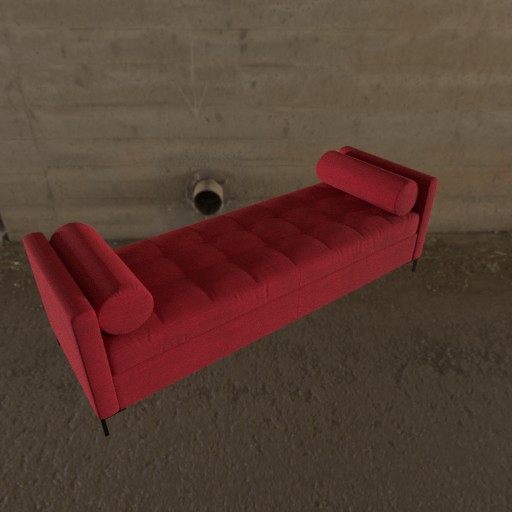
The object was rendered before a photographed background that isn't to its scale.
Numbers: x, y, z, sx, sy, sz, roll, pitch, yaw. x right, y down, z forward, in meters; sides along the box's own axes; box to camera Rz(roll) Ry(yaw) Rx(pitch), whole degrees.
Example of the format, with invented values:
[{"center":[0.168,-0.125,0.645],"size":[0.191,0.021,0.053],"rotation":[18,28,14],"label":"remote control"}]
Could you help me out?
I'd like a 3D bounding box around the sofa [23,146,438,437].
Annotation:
[{"center":[0.000,0.000,2.306],"size":[1.981,0.635,0.686],"rotation":[-22,38,-30],"label":"sofa"}]
